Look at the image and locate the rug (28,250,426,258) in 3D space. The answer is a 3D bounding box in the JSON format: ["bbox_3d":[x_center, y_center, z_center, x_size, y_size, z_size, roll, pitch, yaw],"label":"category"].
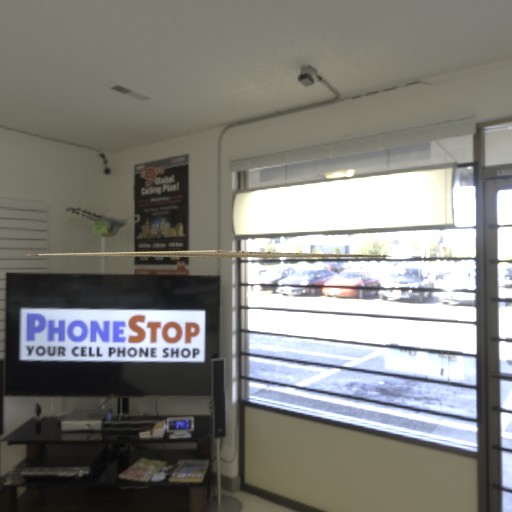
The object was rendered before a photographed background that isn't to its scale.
[{"bbox_3d":[0.000,0.000,2.411,1.268,0.007,1.918,-1,-1,38],"label":"rug"}]
